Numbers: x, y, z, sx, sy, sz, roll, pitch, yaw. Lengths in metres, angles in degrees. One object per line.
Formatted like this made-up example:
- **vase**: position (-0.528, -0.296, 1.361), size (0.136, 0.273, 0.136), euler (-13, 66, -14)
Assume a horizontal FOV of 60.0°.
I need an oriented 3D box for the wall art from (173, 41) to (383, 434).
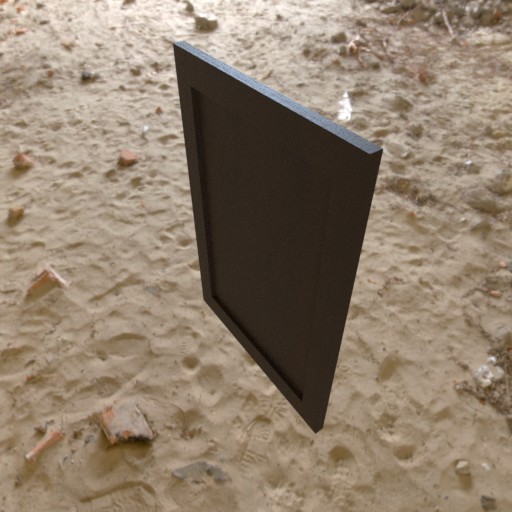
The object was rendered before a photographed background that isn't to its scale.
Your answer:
- **wall art**: position (0.000, 0.000, 0.662), size (0.017, 0.513, 0.359), euler (-26, 49, -25)
